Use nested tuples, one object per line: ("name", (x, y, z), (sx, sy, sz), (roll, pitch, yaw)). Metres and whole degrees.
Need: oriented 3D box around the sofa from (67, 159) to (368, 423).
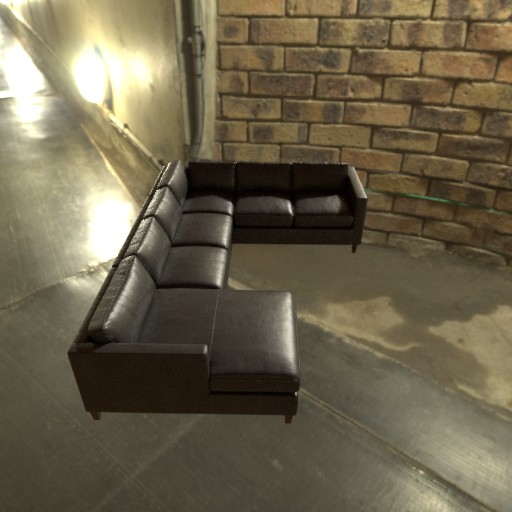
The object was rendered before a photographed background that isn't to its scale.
("sofa", (0.000, 0.000, 4.456), (2.452, 0.891, 3.324), (1, 33, 1))
